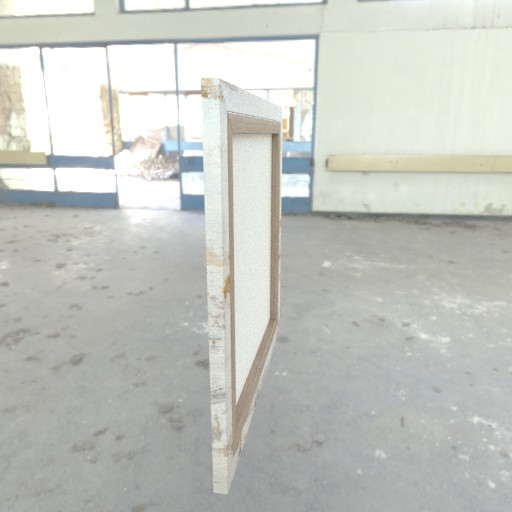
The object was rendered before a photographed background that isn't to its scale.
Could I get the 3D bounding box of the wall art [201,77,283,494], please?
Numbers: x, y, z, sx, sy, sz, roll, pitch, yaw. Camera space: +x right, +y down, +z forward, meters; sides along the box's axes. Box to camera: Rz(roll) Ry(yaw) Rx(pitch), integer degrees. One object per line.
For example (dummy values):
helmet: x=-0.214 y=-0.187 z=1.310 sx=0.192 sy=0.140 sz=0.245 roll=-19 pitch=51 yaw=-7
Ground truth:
wall art: x=0.000 y=0.000 z=1.507 sx=0.040 sy=1.018 sz=1.015 roll=3 pitch=16 yaw=10
